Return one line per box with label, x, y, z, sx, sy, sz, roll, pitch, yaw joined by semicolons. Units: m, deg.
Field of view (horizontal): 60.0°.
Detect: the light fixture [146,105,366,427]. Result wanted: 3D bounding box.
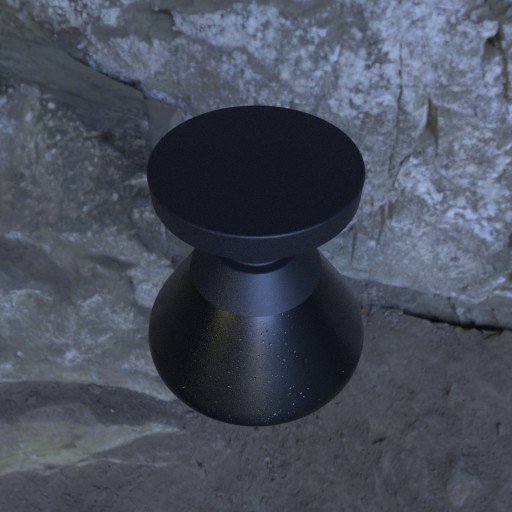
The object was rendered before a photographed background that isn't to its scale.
light fixture;0.000;0.000;0.351;0.200;0.183;0.200;0;48;0
